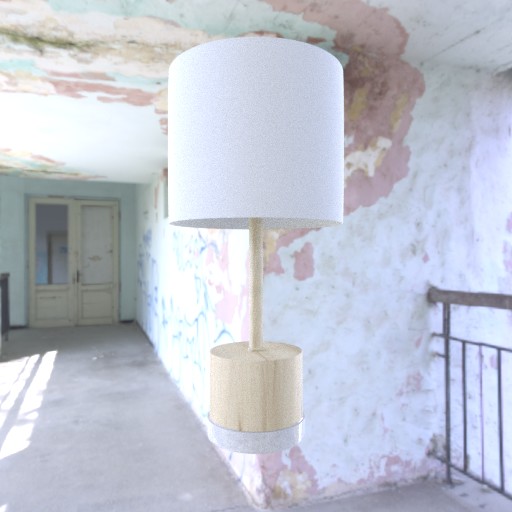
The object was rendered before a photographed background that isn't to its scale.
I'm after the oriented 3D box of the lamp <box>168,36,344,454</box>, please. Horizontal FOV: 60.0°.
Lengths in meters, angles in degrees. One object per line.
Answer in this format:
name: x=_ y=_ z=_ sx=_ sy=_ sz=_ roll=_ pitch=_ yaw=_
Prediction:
lamp: x=0.000 y=0.000 z=0.588 sx=0.229 sy=0.470 sz=0.229 roll=0 pitch=0 yaw=-18
